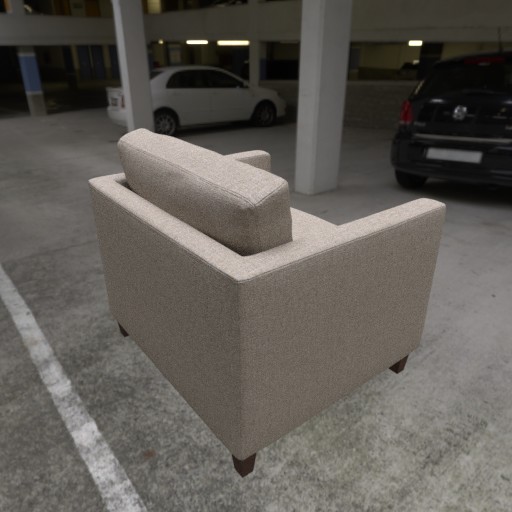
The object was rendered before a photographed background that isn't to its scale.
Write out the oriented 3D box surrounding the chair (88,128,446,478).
[{"bbox_3d":[0.000,0.000,1.817,0.959,0.961,1.107,-19,32,-33],"label":"chair"}]
